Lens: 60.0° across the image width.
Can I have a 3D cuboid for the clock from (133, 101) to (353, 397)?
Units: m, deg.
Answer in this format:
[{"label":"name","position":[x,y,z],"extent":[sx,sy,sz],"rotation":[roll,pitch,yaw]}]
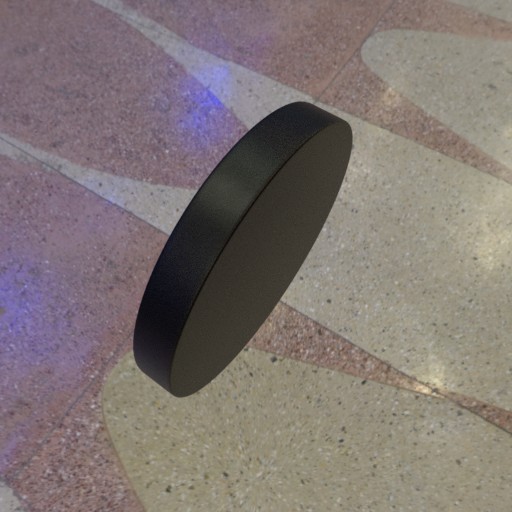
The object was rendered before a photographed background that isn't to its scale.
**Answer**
[{"label":"clock","position":[0.000,0.000,0.459],"extent":[0.040,0.314,0.314],"rotation":[32,67,15]}]
